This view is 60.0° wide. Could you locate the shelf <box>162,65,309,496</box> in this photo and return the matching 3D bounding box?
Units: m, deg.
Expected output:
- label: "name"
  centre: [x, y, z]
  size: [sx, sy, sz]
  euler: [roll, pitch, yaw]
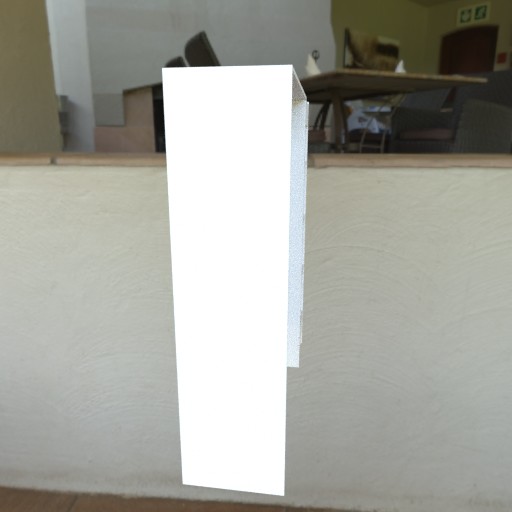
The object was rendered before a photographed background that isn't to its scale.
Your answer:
- label: "shelf"
  centre: [0.000, 0.000, 2.584]
  size: [0.500, 1.820, 1.600]
  euler: [2, 15, 8]
